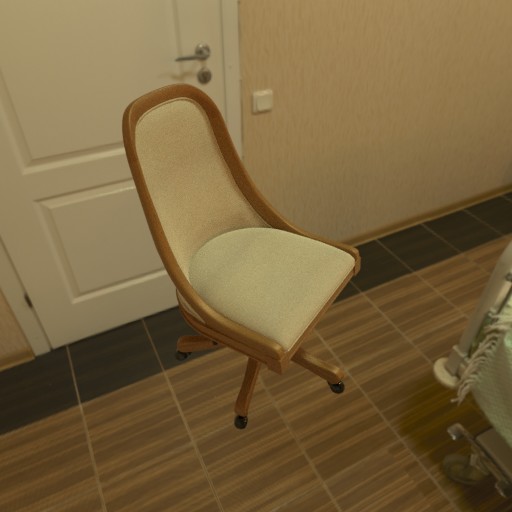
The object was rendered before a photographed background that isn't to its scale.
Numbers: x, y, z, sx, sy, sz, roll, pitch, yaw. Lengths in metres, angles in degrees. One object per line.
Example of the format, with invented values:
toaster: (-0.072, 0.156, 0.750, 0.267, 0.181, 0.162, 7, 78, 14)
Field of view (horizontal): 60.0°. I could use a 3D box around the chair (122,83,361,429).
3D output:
chair: (0.000, 0.000, 1.560, 0.811, 1.009, 0.702, 23, 45, 25)
